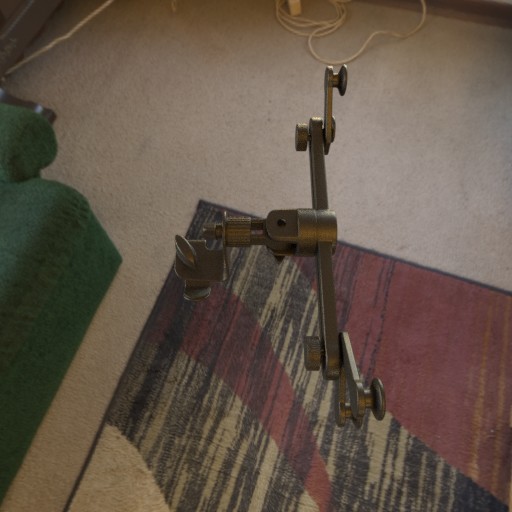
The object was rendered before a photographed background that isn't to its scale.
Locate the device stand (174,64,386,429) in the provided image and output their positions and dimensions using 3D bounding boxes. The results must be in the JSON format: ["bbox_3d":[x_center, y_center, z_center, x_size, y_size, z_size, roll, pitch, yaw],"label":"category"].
[{"bbox_3d":[0.000,0.000,0.369,0.142,0.166,0.270,0,64,0],"label":"device stand"}]
